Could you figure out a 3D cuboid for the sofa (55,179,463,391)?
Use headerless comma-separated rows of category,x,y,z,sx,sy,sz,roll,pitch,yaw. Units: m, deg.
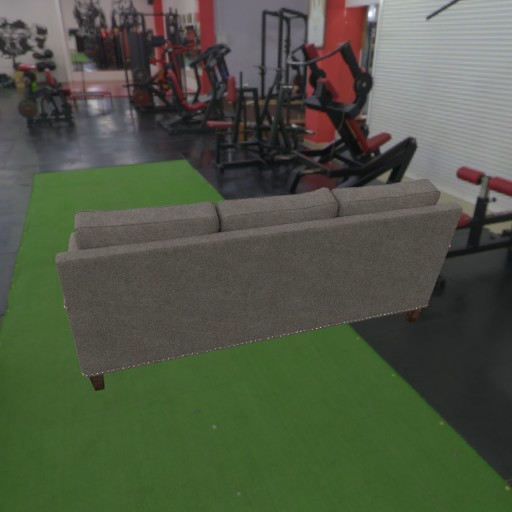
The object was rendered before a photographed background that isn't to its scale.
sofa,0.000,0.000,2.851,2.226,1.042,1.034,-8,27,-17
